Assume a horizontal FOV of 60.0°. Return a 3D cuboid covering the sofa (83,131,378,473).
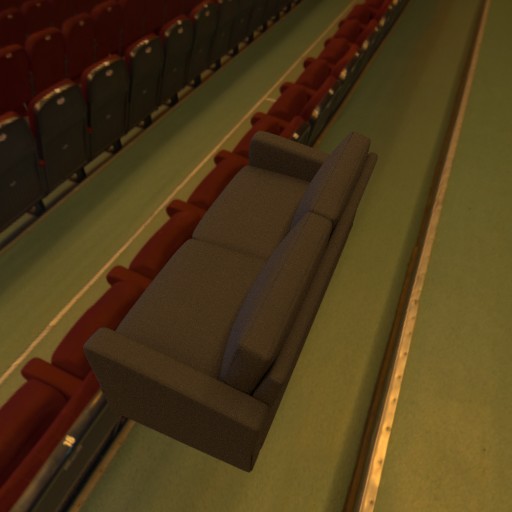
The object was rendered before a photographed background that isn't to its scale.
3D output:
[{"bbox_3d":[0.000,0.000,2.433,0.898,0.839,1.852,17,48,16],"label":"sofa"}]
